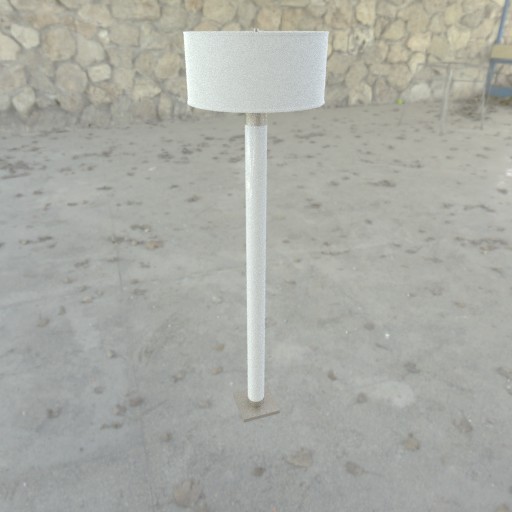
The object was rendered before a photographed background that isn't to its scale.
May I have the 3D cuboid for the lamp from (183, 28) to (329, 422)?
[{"bbox_3d":[0.000,0.000,1.614,0.420,1.475,0.420,-9,28,-16],"label":"lamp"}]
